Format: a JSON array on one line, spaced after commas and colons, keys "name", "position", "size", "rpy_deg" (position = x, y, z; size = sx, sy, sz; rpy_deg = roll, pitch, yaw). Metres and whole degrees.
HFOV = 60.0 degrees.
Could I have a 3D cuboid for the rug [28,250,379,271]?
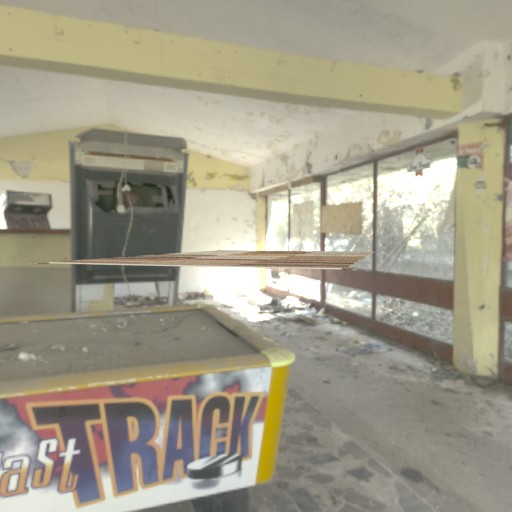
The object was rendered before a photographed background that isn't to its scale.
[{"name": "rug", "position": [0.000, 0.000, 2.413], "size": [1.268, 0.007, 1.918], "rpy_deg": [1, 2, 18]}]
